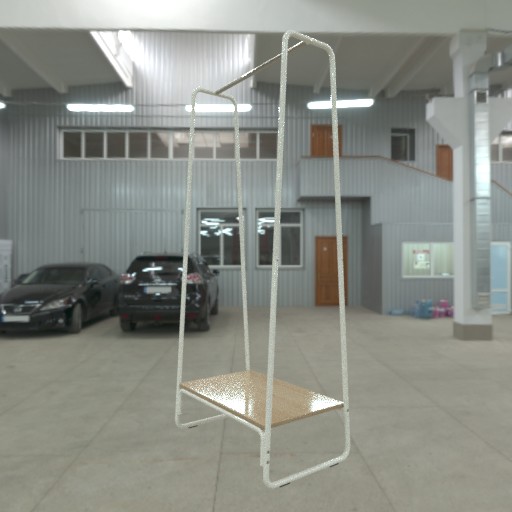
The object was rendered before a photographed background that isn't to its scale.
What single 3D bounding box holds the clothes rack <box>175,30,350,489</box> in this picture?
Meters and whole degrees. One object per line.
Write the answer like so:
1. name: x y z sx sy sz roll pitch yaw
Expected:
1. clothes rack: 0.000 0.000 1.770 0.400 1.500 0.640 0 0 -37
